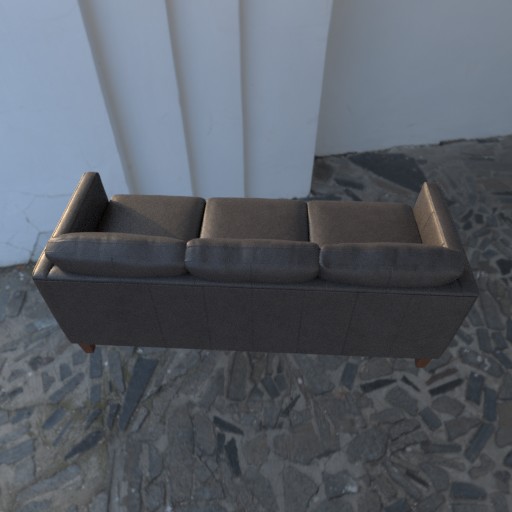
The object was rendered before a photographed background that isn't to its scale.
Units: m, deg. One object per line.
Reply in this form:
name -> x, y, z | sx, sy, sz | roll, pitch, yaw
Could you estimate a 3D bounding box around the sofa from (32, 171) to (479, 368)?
sofa -> 0.000, 0.000, 2.970 | 2.464, 1.006, 1.045 | 2, 47, 2
